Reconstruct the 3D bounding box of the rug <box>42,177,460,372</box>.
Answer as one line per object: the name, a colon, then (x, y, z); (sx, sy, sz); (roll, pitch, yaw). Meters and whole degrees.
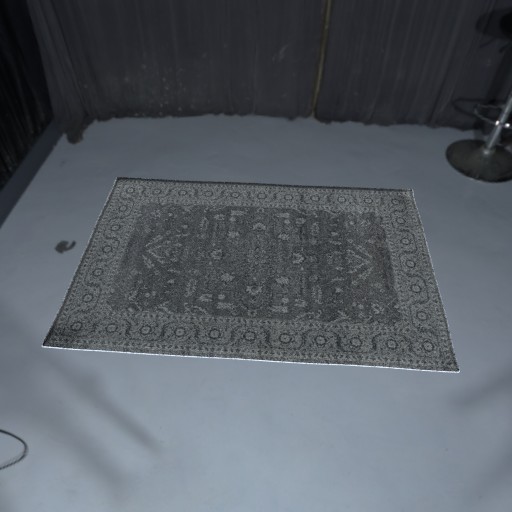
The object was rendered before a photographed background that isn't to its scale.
rug: (0.000, 0.000, 2.323); (1.828, 0.019, 1.209); (3, 48, 2)
